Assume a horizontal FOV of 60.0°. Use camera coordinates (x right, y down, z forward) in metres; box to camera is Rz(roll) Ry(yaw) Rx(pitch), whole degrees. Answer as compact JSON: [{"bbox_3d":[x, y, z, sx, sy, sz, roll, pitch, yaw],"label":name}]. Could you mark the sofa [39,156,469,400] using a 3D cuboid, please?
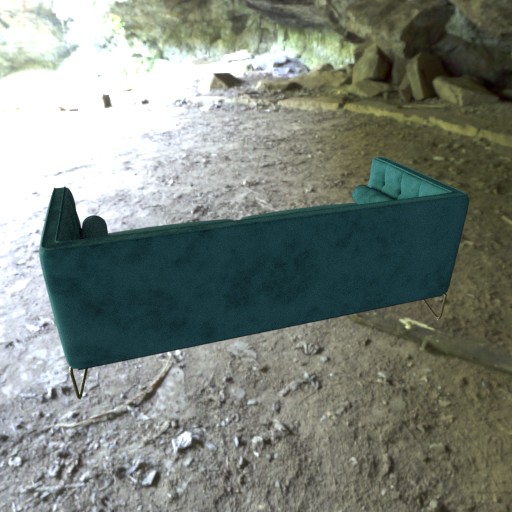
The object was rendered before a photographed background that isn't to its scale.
[{"bbox_3d":[0.000,0.000,2.516,2.087,0.789,0.867,-9,29,-16],"label":"sofa"}]
